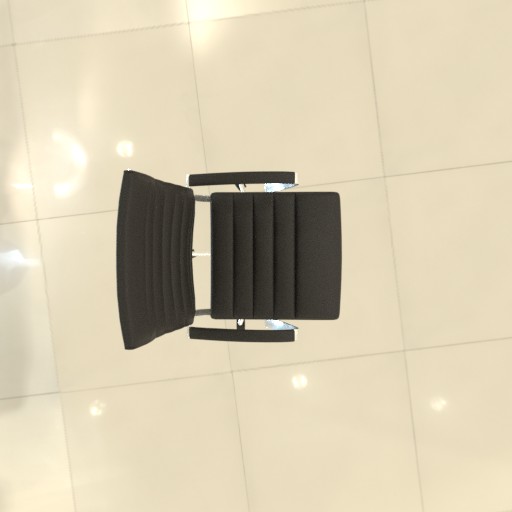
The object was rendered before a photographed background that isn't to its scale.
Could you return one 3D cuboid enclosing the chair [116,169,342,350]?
[{"bbox_3d":[0.000,0.000,1.640,0.739,1.149,0.766,0,91,0],"label":"chair"}]
